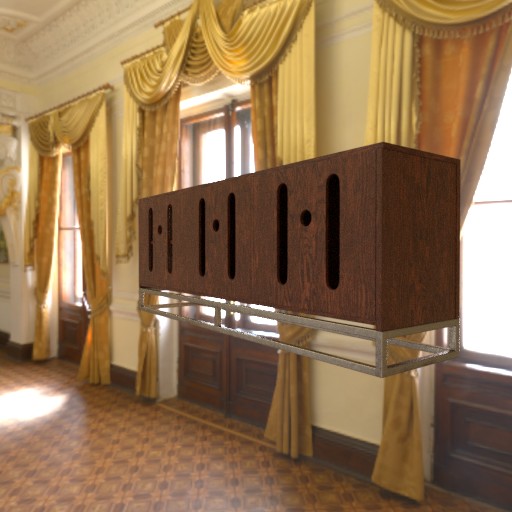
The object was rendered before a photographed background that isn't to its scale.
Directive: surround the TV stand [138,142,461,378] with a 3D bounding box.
[{"bbox_3d":[0.000,0.000,1.812,0.382,0.578,1.541,-1,1,-37],"label":"TV stand"}]
